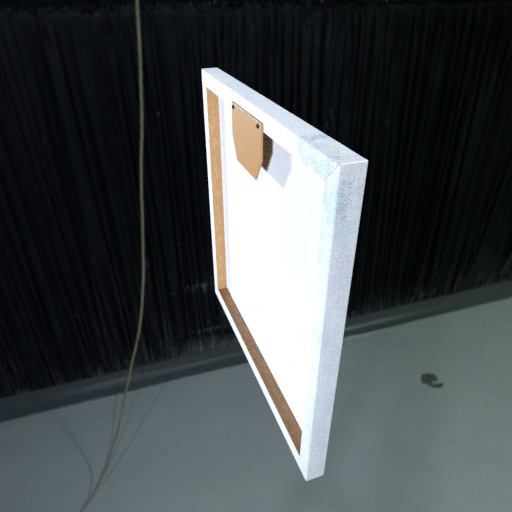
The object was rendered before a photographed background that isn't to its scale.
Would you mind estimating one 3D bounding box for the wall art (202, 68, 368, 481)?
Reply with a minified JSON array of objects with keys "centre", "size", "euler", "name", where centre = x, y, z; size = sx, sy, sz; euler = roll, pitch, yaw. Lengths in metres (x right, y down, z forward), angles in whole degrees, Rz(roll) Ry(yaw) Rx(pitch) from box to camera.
[{"centre":[0.000,0.000,0.887],"size":[0.044,0.605,0.605],"euler":[-11,34,-17],"name":"wall art"}]
